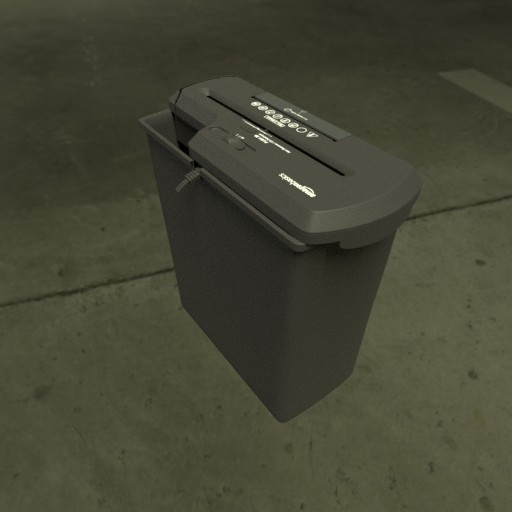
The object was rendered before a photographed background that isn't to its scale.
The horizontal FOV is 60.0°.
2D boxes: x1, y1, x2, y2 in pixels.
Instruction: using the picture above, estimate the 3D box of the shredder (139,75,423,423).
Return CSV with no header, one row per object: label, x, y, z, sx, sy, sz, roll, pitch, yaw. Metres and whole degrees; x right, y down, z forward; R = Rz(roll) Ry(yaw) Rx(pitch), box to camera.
shredder,0.000,0.000,0.536,0.170,0.335,0.320,-26,47,-27
